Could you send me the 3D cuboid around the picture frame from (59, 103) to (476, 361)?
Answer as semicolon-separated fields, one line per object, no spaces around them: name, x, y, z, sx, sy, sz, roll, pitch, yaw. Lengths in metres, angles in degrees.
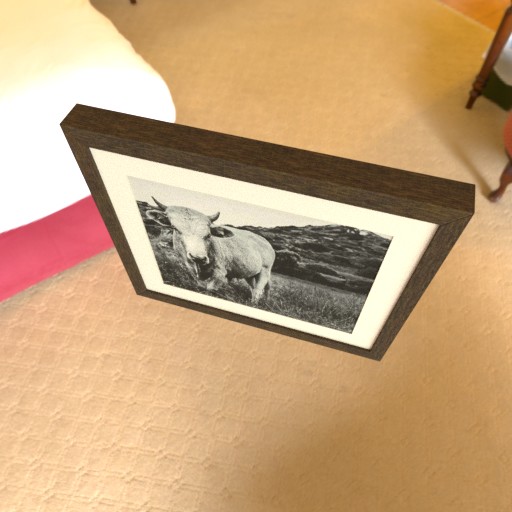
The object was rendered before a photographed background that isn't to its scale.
picture frame;0.000;0.000;0.534;0.378;0.330;0.033;14;57;9
